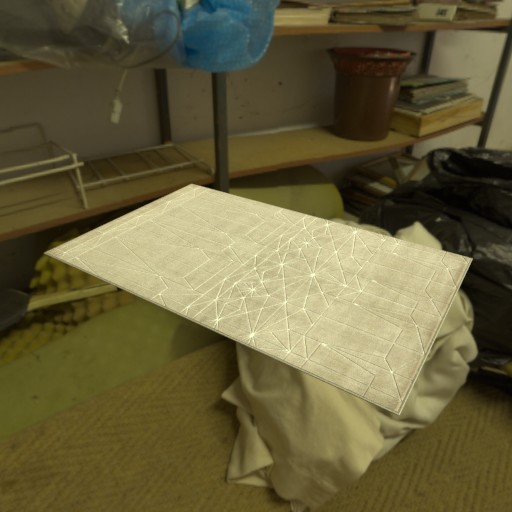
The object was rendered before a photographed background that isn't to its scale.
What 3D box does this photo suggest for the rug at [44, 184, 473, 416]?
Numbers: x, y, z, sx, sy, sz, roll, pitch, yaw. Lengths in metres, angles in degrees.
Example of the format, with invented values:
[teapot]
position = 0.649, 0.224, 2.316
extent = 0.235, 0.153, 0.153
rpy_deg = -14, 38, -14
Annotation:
[rug]
position = 0.000, 0.000, 2.973
extent = 2.438, 0.012, 1.524
rpy_deg = 19, 35, 28
